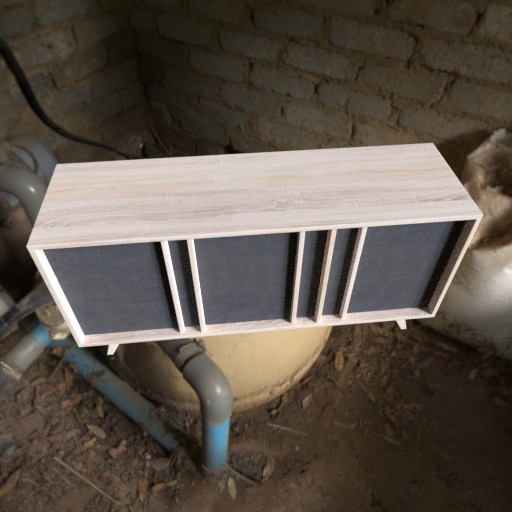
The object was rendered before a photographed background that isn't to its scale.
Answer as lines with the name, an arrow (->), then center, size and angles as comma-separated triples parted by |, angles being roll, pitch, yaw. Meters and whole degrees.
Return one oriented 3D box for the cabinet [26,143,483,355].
cabinet -> 0.000, 0.000, 2.044 | 1.650, 0.780, 0.500 | -4, 46, -4
